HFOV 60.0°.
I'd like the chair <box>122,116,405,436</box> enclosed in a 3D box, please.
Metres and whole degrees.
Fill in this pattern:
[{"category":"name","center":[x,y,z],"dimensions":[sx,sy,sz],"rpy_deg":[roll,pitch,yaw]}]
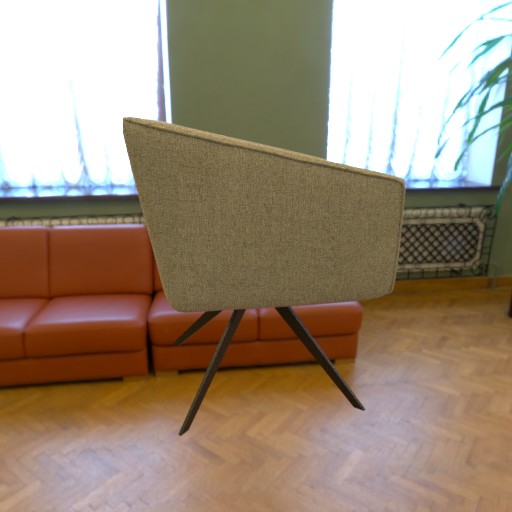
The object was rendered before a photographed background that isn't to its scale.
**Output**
[{"category":"chair","center":[0.000,0.000,1.282],"dimensions":[0.623,0.760,0.628],"rpy_deg":[-3,17,-9]}]
